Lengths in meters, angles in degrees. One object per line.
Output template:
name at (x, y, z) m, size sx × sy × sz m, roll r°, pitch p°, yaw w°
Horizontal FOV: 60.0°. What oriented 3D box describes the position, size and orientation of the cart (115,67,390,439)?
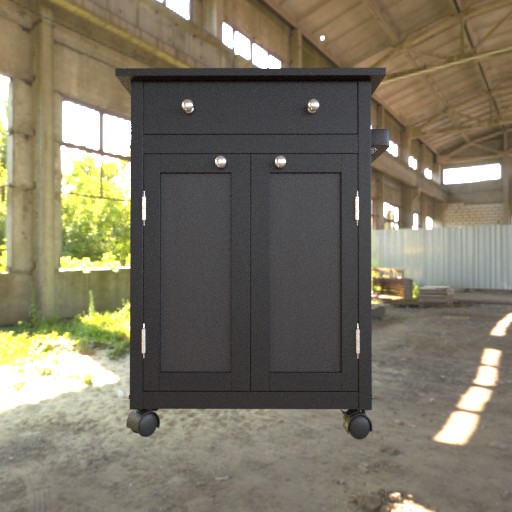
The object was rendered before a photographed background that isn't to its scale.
cart at (0.000, 0.000, 1.262) m, size 0.660 × 0.879 × 0.456 m, roll 0°, pitch -1°, yaw 0°
